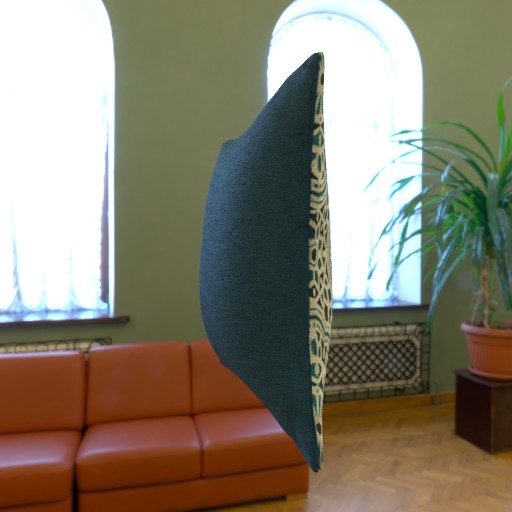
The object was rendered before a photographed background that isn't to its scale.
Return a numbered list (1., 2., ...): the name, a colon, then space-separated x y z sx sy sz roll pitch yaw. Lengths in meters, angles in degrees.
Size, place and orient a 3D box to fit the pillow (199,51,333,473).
1. pillow: 0.000 0.000 0.640 0.145 0.420 0.440 0 1 -17
